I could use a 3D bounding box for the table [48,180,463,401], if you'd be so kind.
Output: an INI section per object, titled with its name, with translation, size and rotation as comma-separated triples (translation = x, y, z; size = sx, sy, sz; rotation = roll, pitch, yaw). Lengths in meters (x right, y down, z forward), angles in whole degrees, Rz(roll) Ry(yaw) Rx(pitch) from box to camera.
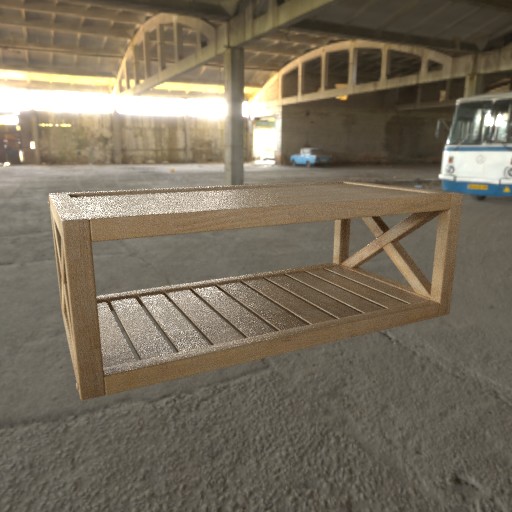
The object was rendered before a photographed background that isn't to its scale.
[table]
translation = 0.000, 0.000, 1.621
size = 1.321, 0.457, 0.660
rotation = -7, 16, -26
